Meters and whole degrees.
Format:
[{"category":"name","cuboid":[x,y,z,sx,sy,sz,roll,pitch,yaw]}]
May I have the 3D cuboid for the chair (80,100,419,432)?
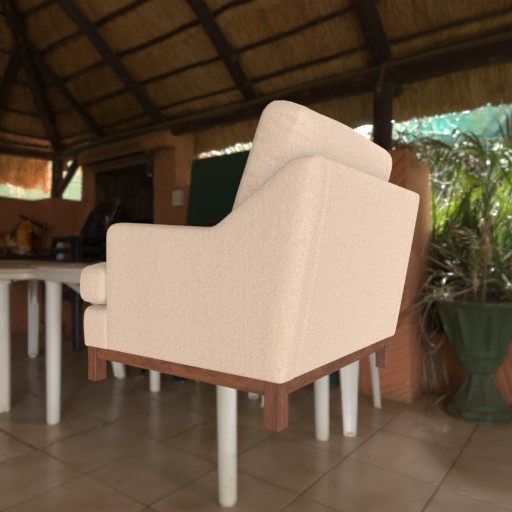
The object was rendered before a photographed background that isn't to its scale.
[{"category":"chair","cuboid":[0.000,0.000,1.719,1.001,0.916,0.912,0,0,36]}]
